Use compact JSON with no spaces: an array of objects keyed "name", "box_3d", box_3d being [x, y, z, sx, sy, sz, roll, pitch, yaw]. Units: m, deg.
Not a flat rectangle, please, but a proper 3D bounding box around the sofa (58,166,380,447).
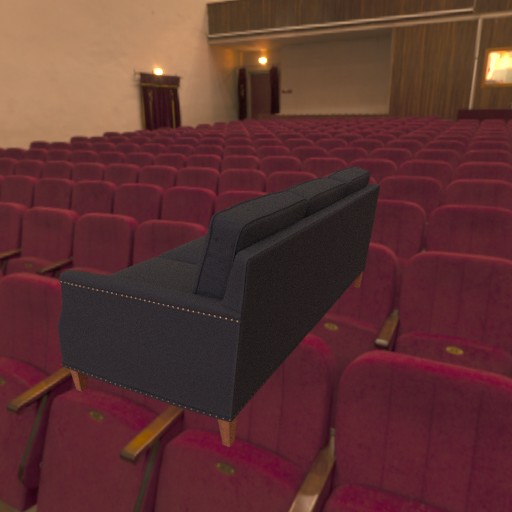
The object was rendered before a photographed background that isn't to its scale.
[{"name":"sofa","box_3d":[0.000,0.000,2.844,1.084,1.003,2.246,9,19,26]}]
